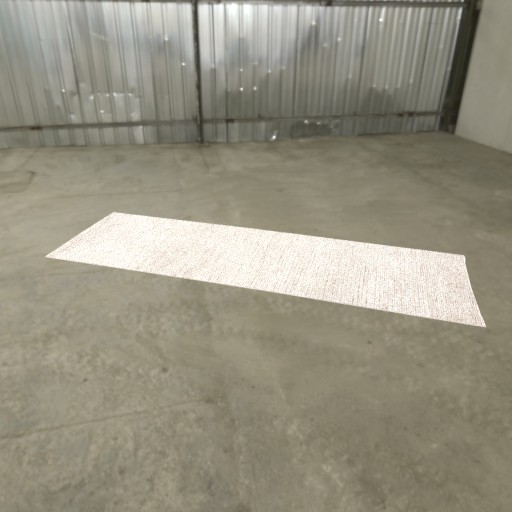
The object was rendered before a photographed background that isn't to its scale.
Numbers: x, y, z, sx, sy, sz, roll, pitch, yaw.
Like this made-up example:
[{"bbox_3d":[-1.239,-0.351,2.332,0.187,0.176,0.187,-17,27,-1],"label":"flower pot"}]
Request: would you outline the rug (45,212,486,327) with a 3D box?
[{"bbox_3d":[0.000,0.000,2.569,2.346,0.013,0.712,8,29,15],"label":"rug"}]
